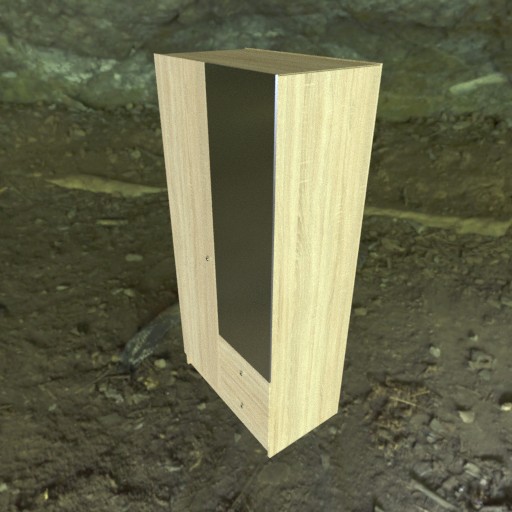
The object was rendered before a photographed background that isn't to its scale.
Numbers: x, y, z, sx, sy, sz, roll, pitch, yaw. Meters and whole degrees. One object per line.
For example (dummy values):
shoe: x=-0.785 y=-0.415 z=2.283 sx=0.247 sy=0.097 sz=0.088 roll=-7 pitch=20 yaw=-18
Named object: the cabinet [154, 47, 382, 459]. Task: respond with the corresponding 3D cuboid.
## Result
cabinet: x=0.000 y=0.000 z=2.587 sx=0.590 sy=2.121 sz=1.001 roll=-20 pitch=35 yaw=-31
